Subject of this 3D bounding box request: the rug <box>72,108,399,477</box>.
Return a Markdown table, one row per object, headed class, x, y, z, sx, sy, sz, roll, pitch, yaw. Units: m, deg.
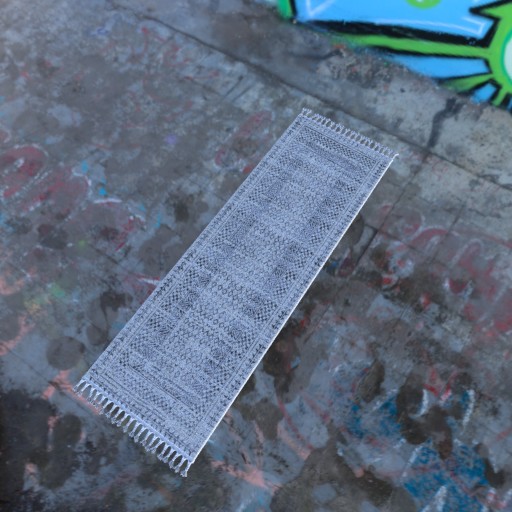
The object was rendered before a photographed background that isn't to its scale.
| class | x | y | z | sx | sy | sz | roll | pitch | yaw |
| --- | --- | --- | --- | --- | --- | --- | --- | --- | --- |
| rug | 0.000 | 0.000 | 2.763 | 0.786 | 0.013 | 2.480 | 31 | 68 | 14 |
